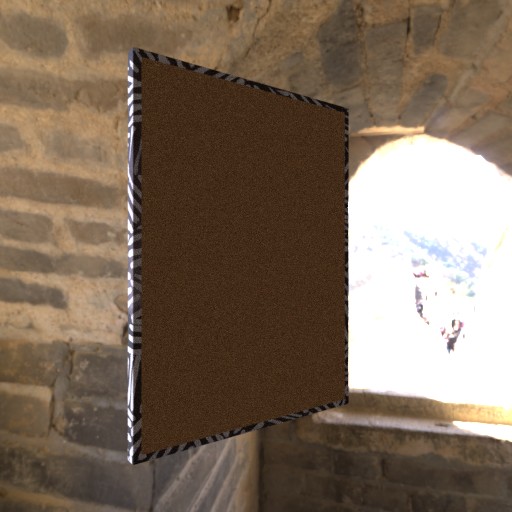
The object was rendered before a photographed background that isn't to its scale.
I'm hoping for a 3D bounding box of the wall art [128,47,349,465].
[{"bbox_3d":[0.000,0.000,1.313,0.765,1.017,0.038,0,0,-36],"label":"wall art"}]
